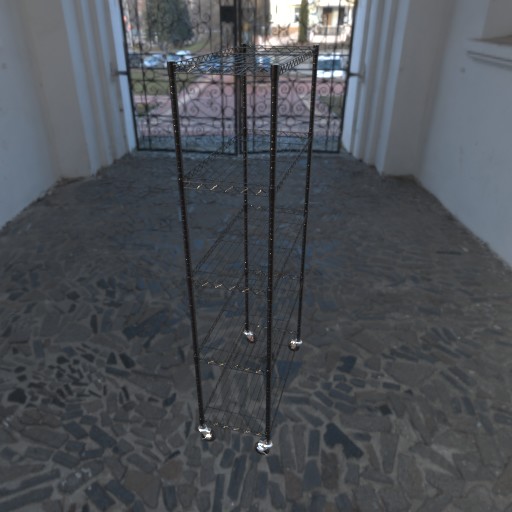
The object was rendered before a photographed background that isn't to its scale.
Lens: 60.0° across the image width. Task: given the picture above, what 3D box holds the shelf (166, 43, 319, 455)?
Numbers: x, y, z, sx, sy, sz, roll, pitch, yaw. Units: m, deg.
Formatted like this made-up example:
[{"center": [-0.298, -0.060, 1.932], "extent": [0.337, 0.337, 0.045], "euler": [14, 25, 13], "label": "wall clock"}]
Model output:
[{"center": [0.000, 0.000, 1.957], "extent": [0.356, 1.645, 0.762], "euler": [8, 30, 14], "label": "shelf"}]
